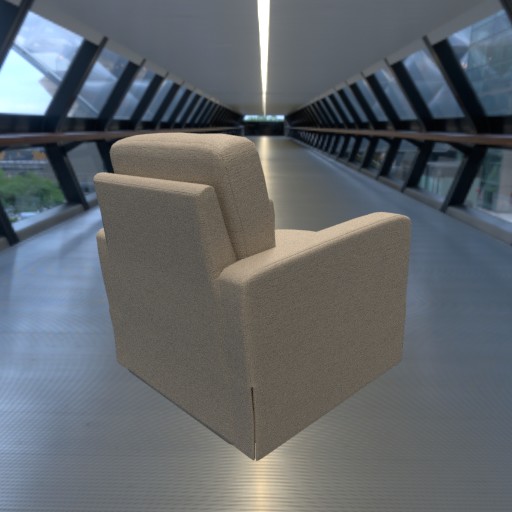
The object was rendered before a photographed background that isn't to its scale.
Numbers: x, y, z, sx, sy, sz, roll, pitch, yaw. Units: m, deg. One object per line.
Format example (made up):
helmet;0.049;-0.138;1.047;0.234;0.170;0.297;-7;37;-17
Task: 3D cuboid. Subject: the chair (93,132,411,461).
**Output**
chair;0.000;0.000;1.549;0.888;0.827;0.755;-14;21;-43
